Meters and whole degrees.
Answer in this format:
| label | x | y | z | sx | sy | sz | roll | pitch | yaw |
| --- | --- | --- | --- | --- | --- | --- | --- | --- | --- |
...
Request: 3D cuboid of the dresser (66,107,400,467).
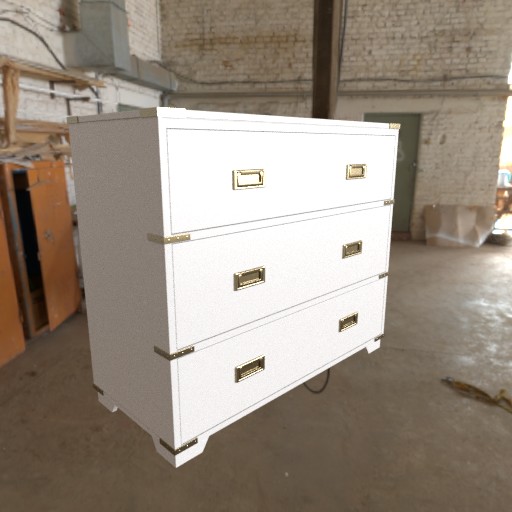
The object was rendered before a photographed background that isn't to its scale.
| label | x | y | z | sx | sy | sz | roll | pitch | yaw |
| --- | --- | --- | --- | --- | --- | --- | --- | --- | --- |
| dresser | 0.000 | 0.000 | 1.525 | 1.022 | 0.891 | 0.460 | -13 | 19 | -43 |
